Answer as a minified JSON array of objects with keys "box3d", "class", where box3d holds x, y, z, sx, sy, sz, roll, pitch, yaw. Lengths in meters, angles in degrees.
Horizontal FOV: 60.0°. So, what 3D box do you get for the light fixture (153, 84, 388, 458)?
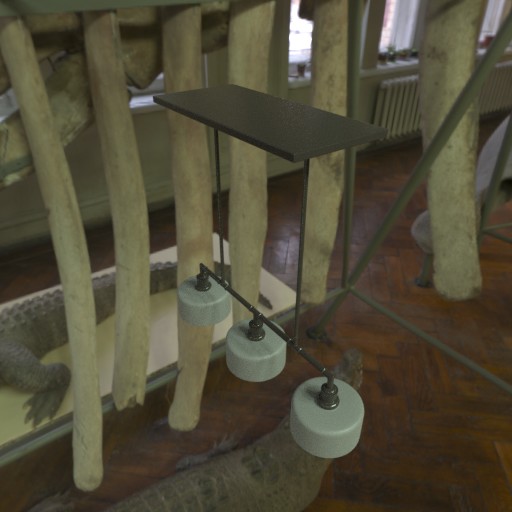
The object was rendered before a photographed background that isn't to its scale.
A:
[{"box3d":[0.000,0.000,0.865,0.177,0.557,0.582,-22,38,-30],"class":"light fixture"}]
